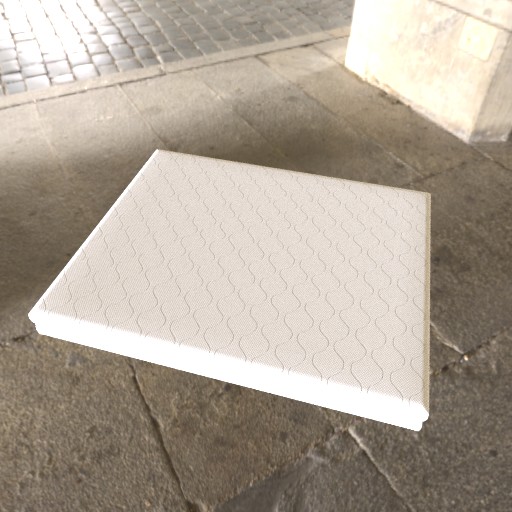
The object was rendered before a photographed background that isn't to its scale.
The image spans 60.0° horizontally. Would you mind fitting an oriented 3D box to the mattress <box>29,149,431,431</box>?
[{"bbox_3d":[0.000,0.000,2.687,2.000,0.200,1.600,11,47,11],"label":"mattress"}]
